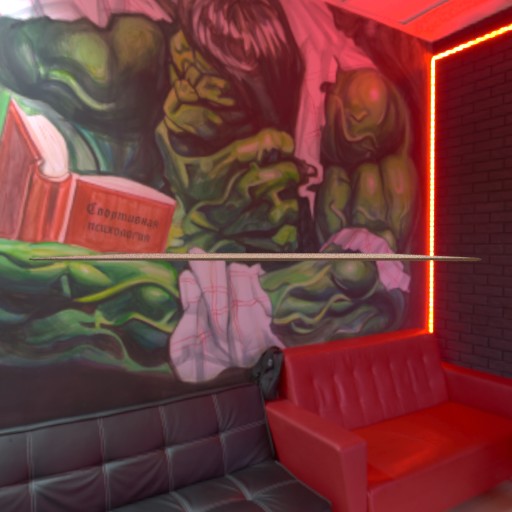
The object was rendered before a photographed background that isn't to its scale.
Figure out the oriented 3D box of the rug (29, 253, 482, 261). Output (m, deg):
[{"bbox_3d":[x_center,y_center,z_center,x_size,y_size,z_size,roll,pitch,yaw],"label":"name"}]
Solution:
[{"bbox_3d":[0.000,0.000,4.139,3.041,0.020,2.413,0,1,1],"label":"rug"}]
